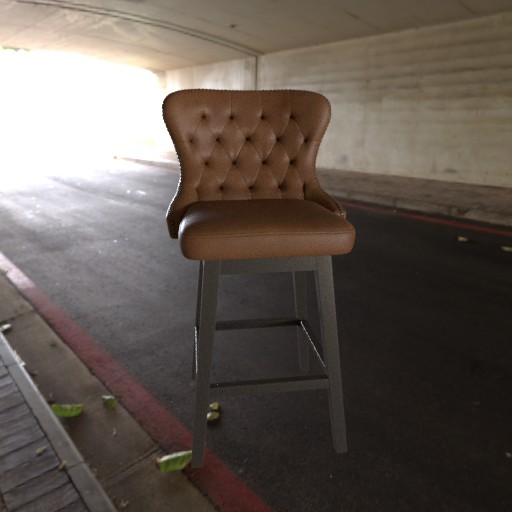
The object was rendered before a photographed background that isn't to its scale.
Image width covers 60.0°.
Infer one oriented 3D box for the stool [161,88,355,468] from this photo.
[{"bbox_3d":[0.000,0.000,1.332,0.528,0.971,0.593,-2,17,-8],"label":"stool"}]
